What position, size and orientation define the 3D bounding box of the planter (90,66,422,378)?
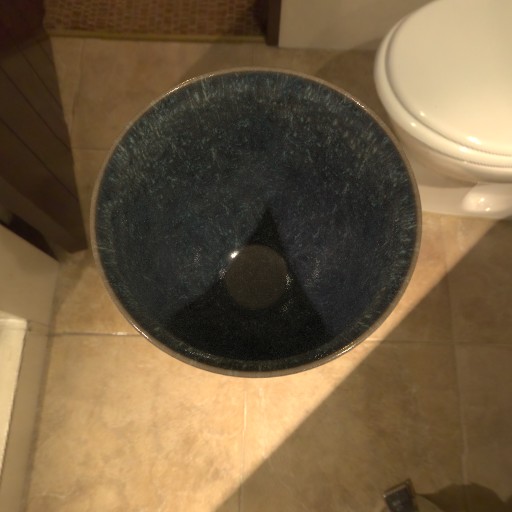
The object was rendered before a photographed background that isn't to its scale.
[{"bbox_3d":[0.000,0.000,0.362,0.195,0.214,0.195,0,74,0],"label":"planter"}]
